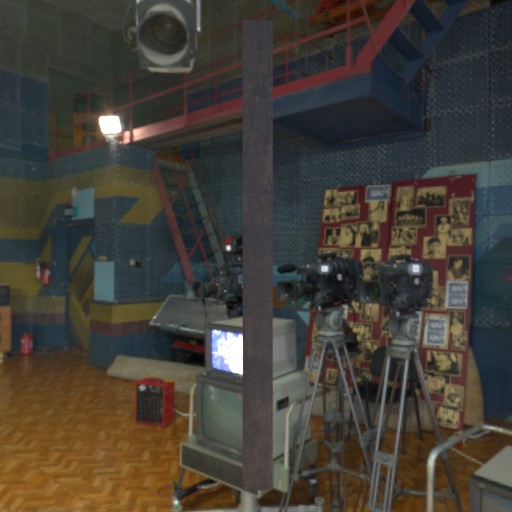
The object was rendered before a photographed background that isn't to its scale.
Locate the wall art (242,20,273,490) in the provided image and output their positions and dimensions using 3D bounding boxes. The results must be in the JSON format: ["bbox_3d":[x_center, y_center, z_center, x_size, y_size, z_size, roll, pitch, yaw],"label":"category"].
[{"bbox_3d":[0.000,0.000,0.547,0.027,0.406,0.329,0,0,-1],"label":"wall art"}]
